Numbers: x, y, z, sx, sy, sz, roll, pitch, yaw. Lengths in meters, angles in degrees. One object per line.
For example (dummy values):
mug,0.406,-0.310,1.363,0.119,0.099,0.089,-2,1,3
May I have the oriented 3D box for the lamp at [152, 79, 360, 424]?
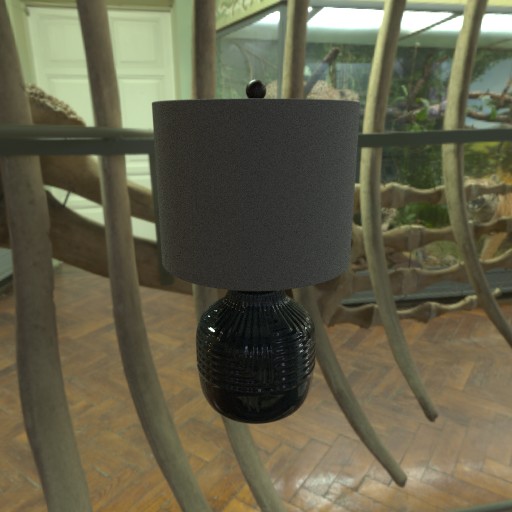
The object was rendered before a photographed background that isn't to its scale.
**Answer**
lamp,0.000,0.000,0.765,0.318,0.567,0.318,0,17,0
